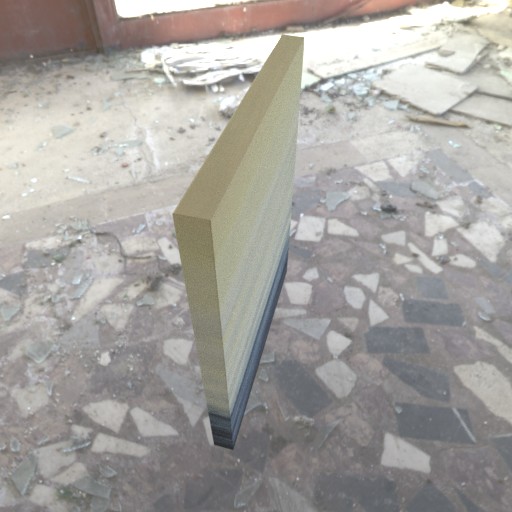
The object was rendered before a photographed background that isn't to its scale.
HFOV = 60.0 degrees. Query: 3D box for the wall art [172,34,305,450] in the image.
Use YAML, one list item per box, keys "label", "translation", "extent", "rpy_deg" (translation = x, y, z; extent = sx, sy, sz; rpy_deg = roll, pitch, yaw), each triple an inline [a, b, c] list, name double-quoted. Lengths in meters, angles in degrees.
- label: "wall art"
  translation: [0.000, 0.000, 0.823]
  extent: [0.040, 0.608, 0.489]
  rpy_deg: [11, 48, 10]
